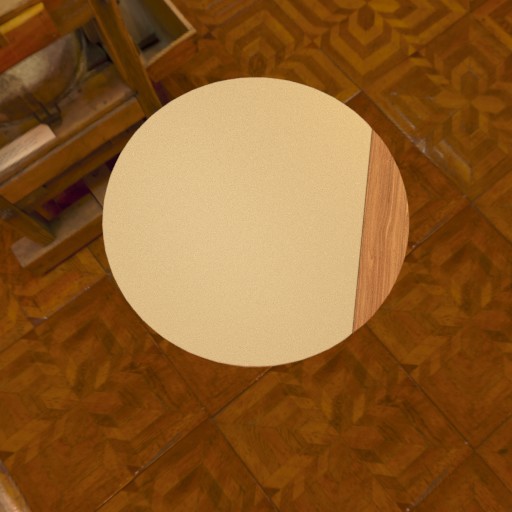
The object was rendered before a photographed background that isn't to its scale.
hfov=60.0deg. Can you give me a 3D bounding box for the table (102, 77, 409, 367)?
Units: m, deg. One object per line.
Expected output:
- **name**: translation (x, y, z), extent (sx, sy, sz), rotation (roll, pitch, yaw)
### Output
- **table**: translation (0.000, 0.000, 0.882), extent (0.450, 0.525, 0.450), rotation (0, 75, 0)
